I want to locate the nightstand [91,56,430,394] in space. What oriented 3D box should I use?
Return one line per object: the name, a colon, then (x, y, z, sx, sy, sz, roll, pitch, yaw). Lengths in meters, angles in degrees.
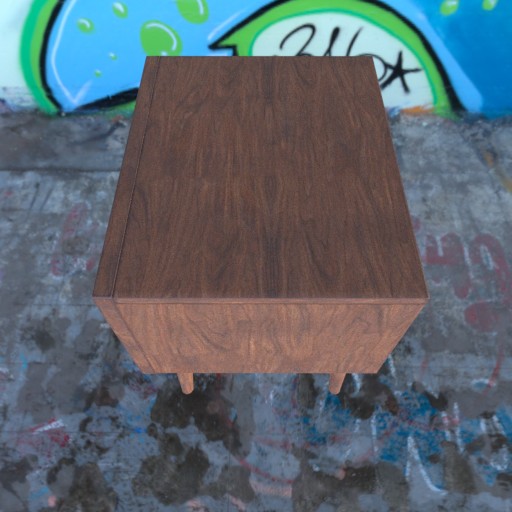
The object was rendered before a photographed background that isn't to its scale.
nightstand: (0.000, 0.000, 0.961, 0.445, 0.607, 0.521, 0, 57, 0)
